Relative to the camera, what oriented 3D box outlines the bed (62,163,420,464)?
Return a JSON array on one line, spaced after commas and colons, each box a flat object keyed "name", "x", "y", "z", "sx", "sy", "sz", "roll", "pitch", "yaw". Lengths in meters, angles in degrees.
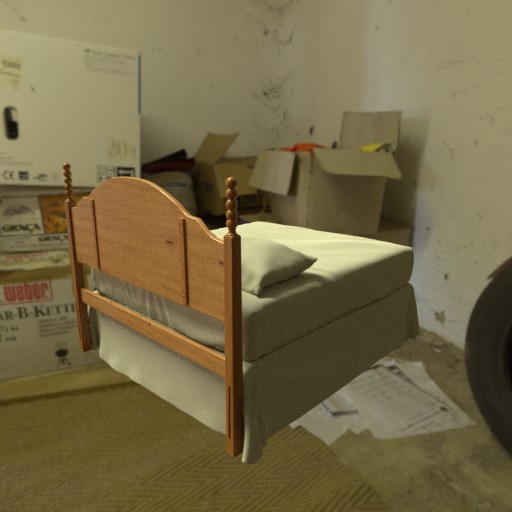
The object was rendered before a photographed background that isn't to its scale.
[{"name": "bed", "x": 0.000, "y": 0.000, "z": 3.253, "sx": 1.873, "sy": 1.356, "sz": 2.040, "roll": 14, "pitch": 20, "yaw": 42}]
